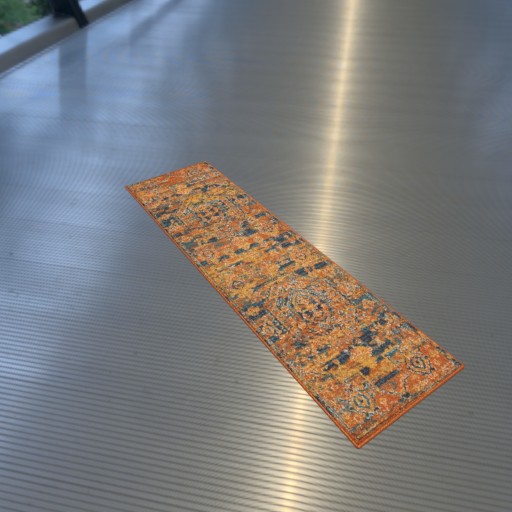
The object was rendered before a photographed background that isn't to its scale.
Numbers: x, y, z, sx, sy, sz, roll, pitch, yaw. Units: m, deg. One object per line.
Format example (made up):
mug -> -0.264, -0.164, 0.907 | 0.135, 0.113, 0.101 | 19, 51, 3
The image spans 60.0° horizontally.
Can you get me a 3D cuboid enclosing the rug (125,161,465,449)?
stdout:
rug -> 0.000, 0.000, 2.505 | 0.651, 0.016, 2.274 | -24, 46, -26
